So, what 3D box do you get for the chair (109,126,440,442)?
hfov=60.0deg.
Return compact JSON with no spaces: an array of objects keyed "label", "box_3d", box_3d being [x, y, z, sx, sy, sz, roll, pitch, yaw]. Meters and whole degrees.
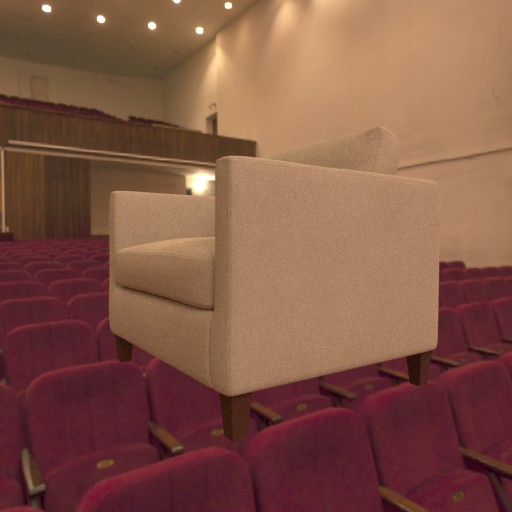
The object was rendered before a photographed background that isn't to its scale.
[{"label":"chair","box_3d":[0.000,0.000,1.832,0.959,0.961,1.107,-1,2,-34]}]
